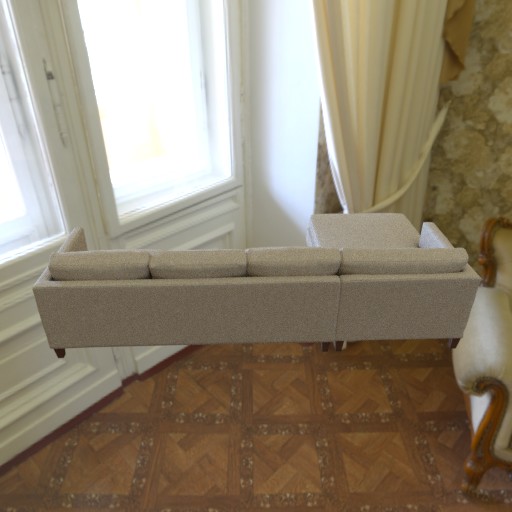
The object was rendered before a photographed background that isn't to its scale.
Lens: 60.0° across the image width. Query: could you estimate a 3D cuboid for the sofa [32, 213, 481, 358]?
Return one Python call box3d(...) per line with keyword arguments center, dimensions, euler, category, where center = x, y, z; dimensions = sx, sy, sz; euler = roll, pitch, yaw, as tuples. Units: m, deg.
box3d(center=(0.000, 0.000, 3.930), dimensions=(3.186, 0.846, 1.625), euler=(-1, 31, -2), category="sofa")
